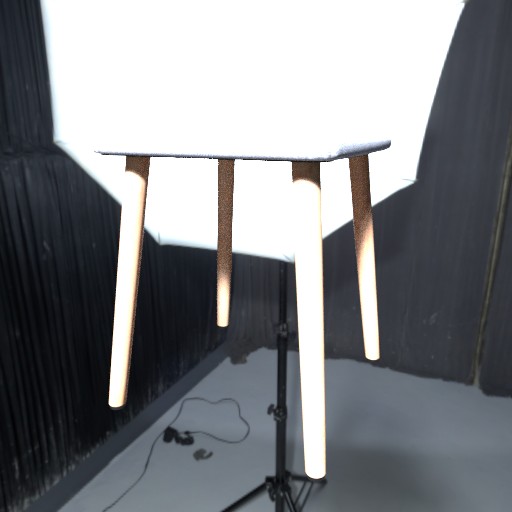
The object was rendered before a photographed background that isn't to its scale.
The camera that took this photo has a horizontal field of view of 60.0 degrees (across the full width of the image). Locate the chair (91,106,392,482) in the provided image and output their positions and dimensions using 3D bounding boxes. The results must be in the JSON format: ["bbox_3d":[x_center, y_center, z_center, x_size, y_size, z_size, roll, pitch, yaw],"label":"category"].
[{"bbox_3d":[0.000,0.000,0.695,0.350,0.440,0.350,8,18,25],"label":"chair"}]
